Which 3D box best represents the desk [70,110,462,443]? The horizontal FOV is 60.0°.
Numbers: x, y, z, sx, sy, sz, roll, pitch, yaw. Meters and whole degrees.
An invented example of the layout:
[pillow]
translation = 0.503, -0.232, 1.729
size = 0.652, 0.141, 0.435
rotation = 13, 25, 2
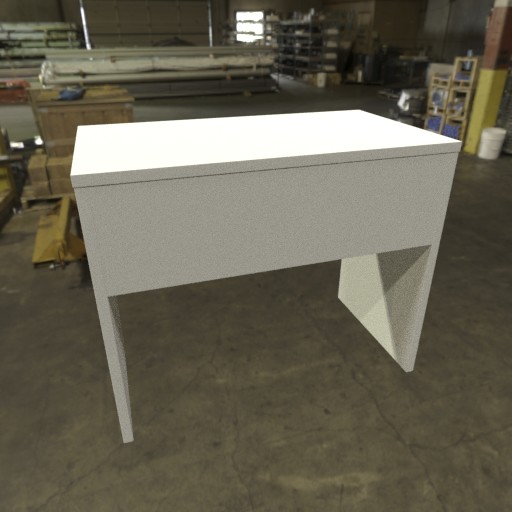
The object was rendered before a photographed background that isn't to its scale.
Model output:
[desk]
translation = 0.000, 0.000, 1.338
size = 0.900, 0.729, 0.498
rotation = -9, 28, -16
